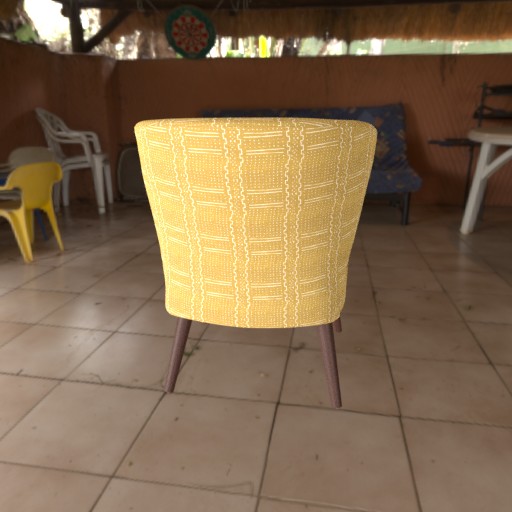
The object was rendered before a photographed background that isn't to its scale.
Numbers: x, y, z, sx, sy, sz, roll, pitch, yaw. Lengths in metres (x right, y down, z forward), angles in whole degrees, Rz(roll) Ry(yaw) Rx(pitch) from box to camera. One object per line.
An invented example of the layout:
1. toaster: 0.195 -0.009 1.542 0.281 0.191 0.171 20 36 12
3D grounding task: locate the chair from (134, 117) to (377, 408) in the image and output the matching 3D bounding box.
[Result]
1. chair: 0.000 0.000 1.461 0.706 0.866 0.758 3 17 8
